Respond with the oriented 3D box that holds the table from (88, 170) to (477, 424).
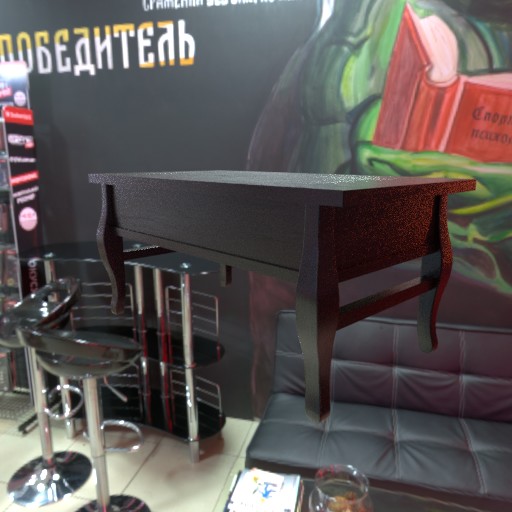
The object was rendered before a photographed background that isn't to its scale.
[{"bbox_3d":[0.000,0.000,1.392,0.600,0.494,1.062,-12,17,-42],"label":"table"}]
